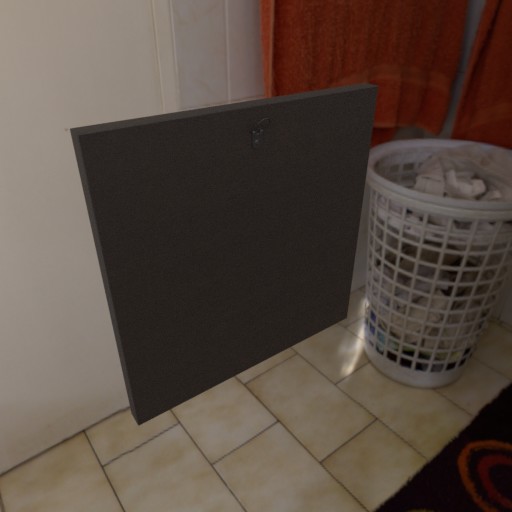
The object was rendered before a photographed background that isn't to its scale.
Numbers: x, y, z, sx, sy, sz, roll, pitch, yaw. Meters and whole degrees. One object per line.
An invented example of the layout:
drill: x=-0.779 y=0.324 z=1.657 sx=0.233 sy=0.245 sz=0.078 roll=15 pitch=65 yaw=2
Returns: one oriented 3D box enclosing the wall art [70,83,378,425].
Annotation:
wall art: x=0.000 y=0.000 z=0.528 sx=0.349 sy=0.349 sz=0.038 roll=-20 pitch=37 yaw=-30
